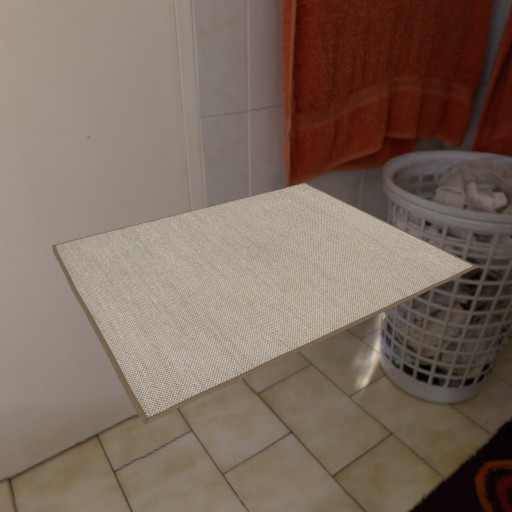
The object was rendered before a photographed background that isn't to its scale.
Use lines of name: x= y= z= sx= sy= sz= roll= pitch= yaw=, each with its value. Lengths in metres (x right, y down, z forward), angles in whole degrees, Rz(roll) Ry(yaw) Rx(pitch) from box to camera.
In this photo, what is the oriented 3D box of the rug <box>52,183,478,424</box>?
rug: x=0.000 y=0.000 z=3.984 sx=3.041 sy=0.020 sz=2.413 roll=-18 pitch=35 yaw=-28
